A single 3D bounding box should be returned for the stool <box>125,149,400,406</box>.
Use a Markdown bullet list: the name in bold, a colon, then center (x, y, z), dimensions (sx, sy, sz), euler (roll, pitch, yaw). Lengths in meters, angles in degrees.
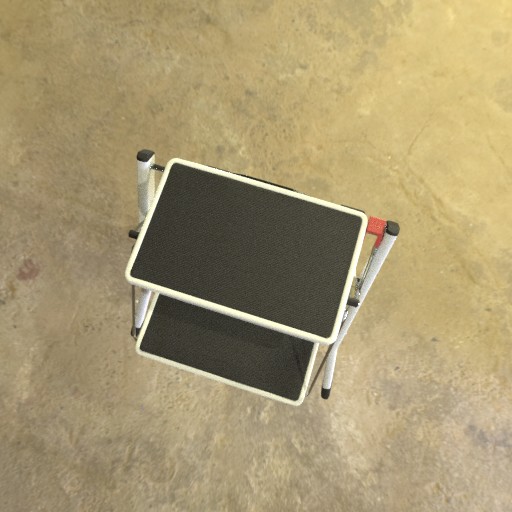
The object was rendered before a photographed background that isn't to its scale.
- **stool**: center (0.000, 0.000, 0.866), dimensions (0.485, 0.445, 0.490), euler (17, 77, 4)
